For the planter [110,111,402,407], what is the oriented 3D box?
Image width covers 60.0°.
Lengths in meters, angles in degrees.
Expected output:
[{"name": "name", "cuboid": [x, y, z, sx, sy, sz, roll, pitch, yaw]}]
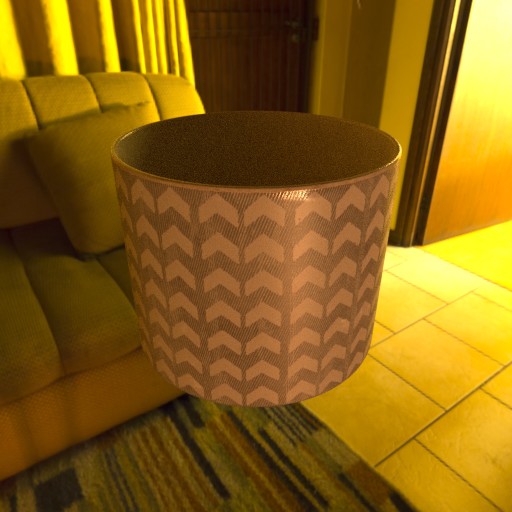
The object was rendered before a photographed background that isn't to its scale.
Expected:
[{"name": "planter", "cuboid": [0.000, 0.000, 0.452, 0.250, 0.239, 0.250, 0, 29, 0]}]
